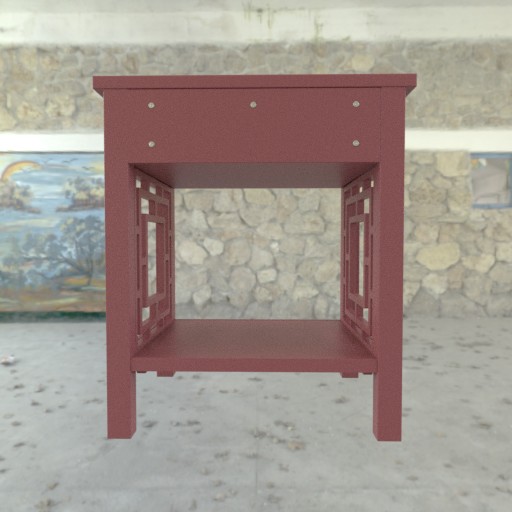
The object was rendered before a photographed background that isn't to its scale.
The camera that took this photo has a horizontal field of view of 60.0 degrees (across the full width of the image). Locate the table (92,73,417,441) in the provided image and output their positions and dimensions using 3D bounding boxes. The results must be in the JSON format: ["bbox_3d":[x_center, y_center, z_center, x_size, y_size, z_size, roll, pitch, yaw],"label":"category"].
[{"bbox_3d":[0.000,0.000,1.054,0.599,0.686,0.451,0,2,1],"label":"table"}]
